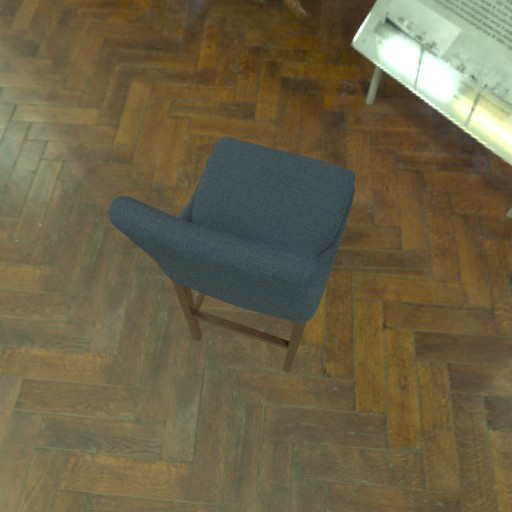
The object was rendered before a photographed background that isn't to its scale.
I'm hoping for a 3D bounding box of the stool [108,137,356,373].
[{"bbox_3d":[0.000,0.000,1.381,0.470,1.078,0.577,17,64,9],"label":"stool"}]
